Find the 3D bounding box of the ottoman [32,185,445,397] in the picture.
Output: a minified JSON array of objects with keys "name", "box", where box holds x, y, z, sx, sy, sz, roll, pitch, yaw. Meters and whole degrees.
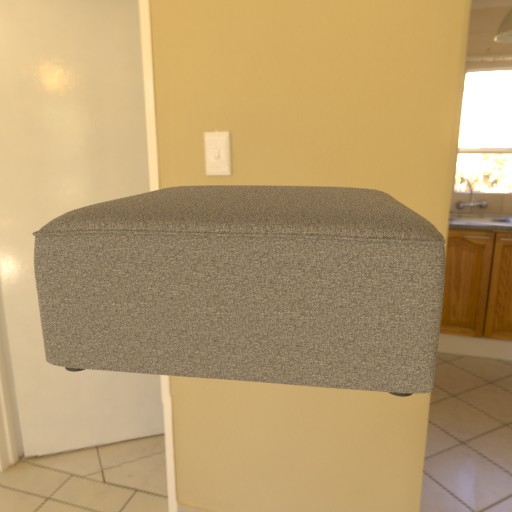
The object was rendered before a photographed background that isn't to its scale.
[{"name":"ottoman","box":[0.000,0.000,1.551,1.015,0.464,1.005,2,13,8]}]
